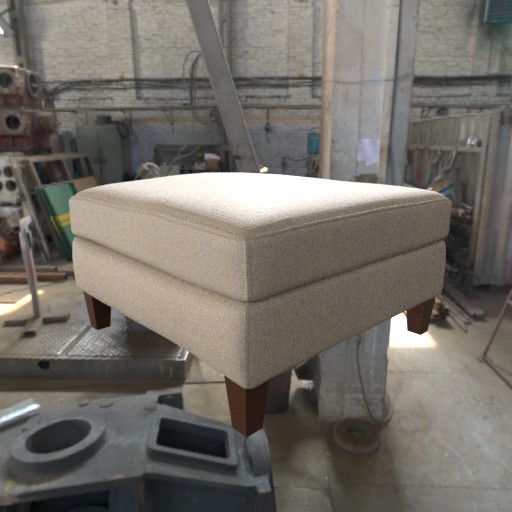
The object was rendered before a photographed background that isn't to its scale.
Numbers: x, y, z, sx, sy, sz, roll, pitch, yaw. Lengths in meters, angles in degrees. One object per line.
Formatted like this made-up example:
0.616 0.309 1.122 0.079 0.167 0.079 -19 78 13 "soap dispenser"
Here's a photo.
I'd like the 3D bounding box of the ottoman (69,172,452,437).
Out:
0.000 0.000 1.361 0.838 0.481 0.838 -13 20 -41 "ottoman"
